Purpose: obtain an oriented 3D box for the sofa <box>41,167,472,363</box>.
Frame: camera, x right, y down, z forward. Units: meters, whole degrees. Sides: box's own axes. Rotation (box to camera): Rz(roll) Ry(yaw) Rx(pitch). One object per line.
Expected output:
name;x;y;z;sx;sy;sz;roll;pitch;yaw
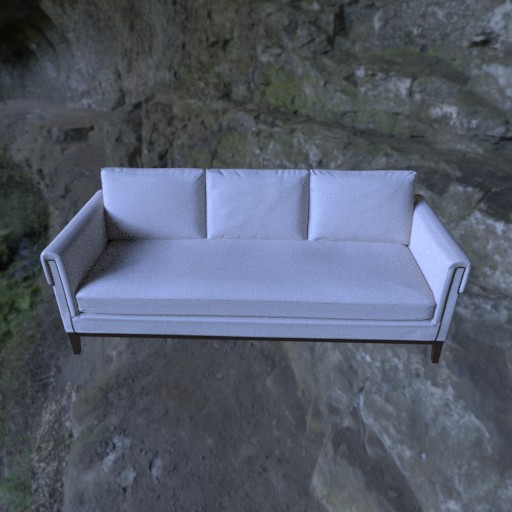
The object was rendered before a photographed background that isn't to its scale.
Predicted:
sofa;0.000;0.000;2.704;2.198;0.911;0.902;1;30;2
